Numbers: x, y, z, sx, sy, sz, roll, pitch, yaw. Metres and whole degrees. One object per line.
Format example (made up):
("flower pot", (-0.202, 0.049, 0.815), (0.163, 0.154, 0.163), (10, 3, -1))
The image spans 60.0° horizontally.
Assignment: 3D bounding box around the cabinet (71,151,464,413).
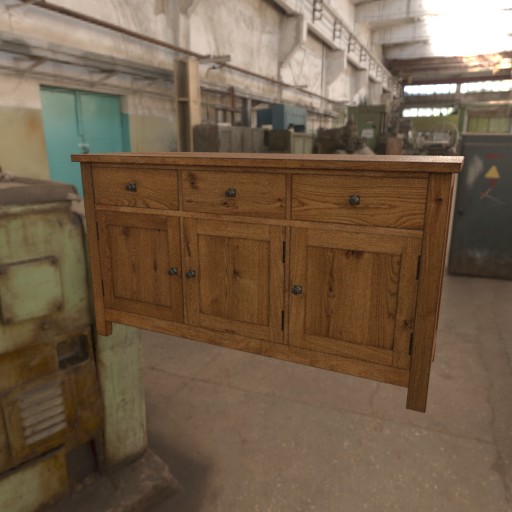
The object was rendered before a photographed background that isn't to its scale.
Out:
("cabinet", (0.000, 0.000, 1.835), (1.474, 0.813, 0.480), (7, 16, 24))
